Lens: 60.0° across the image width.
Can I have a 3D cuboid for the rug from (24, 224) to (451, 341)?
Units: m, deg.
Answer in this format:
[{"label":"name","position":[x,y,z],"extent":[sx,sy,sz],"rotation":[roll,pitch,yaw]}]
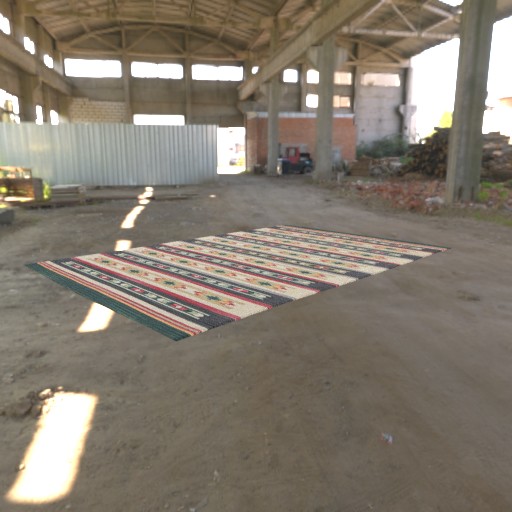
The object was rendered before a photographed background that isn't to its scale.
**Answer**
[{"label":"rug","position":[0.000,0.000,2.242],"extent":[1.825,0.009,1.221],"rotation":[-12,17,-43]}]
